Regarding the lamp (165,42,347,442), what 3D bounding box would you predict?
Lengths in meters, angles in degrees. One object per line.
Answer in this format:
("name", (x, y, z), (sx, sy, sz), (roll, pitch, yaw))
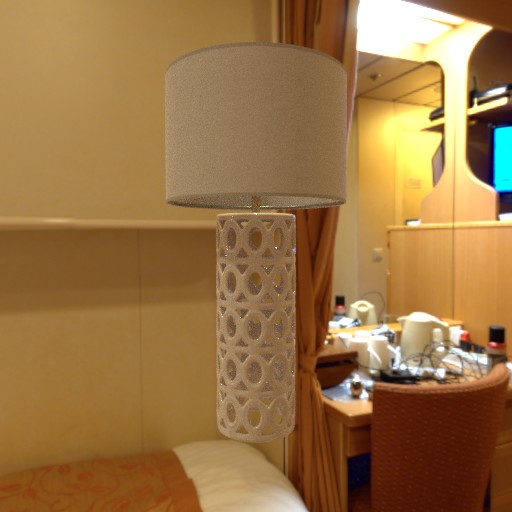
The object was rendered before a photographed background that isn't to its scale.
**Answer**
("lamp", (0.000, 0.000, 0.820), (0.325, 0.636, 0.324), (1, 2, 19))
